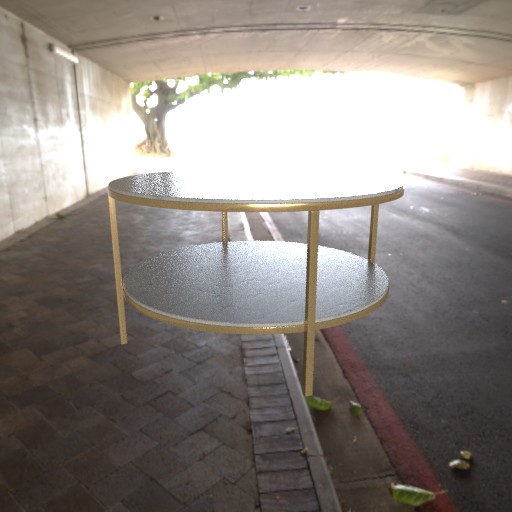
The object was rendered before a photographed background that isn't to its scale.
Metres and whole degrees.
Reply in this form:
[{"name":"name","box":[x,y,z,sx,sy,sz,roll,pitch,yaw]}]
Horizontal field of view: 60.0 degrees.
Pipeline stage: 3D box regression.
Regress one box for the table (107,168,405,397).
[{"name":"table","box":[0.000,0.000,1.312,0.800,0.450,0.800,0,16,0]}]
